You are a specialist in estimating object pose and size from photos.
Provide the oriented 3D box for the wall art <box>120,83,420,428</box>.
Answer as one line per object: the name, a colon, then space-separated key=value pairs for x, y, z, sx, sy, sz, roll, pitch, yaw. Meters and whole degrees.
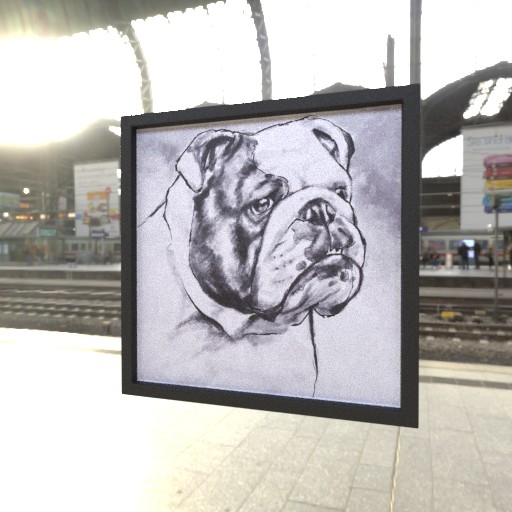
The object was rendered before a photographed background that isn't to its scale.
wall art: x=0.000 y=0.000 z=0.660 sx=0.456 sy=0.453 sz=0.022 roll=0 pitch=1 yaw=18
